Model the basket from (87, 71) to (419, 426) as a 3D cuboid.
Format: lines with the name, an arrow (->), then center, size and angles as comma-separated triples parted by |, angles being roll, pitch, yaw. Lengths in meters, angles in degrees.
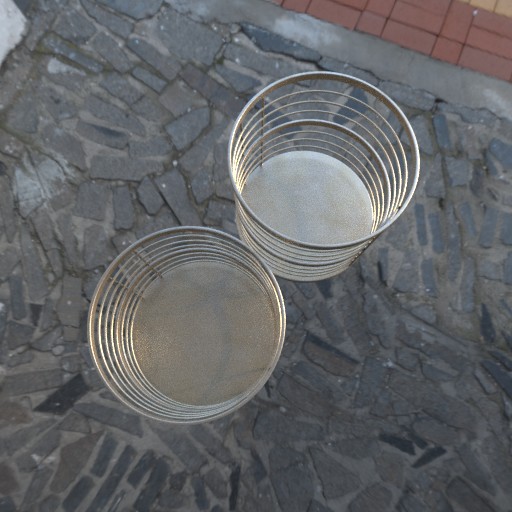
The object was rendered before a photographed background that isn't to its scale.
basket -> 0.000, 0.000, 0.955 | 0.356, 0.351, 0.746 | 39, 79, 9
